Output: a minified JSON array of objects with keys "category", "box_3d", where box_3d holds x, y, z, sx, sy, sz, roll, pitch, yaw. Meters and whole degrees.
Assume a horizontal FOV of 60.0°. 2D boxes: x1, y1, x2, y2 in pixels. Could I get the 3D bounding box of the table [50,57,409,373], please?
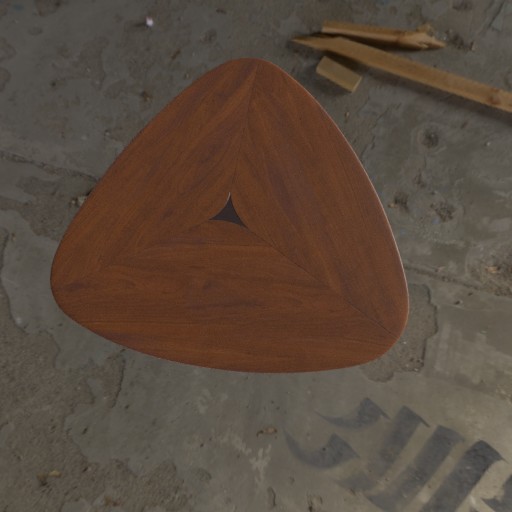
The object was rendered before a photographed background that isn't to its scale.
[{"category":"table","box_3d":[0.000,0.000,1.279,0.821,0.413,0.833,36,79,8]}]
